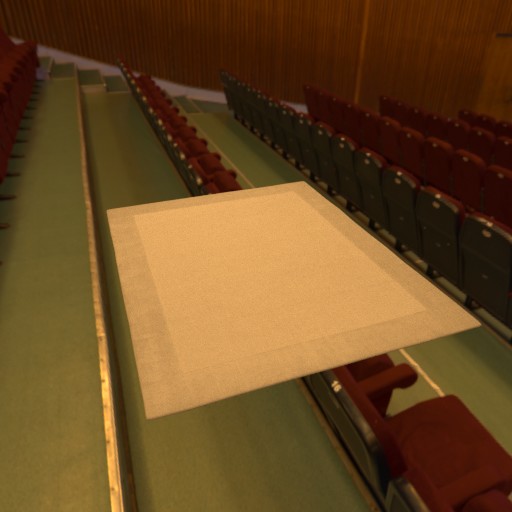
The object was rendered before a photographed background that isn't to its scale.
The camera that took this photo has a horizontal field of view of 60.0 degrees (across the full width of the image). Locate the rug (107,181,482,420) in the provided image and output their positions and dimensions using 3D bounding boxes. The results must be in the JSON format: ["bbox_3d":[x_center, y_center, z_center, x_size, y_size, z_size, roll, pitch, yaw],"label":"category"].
[{"bbox_3d":[0.000,0.000,4.066,2.430,0.018,2.976,-11,33,-17],"label":"rug"}]
